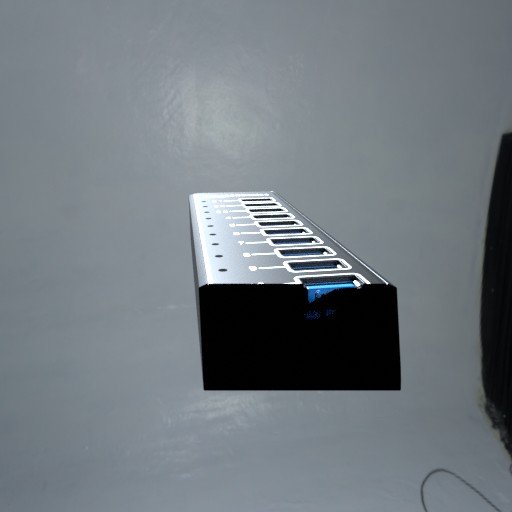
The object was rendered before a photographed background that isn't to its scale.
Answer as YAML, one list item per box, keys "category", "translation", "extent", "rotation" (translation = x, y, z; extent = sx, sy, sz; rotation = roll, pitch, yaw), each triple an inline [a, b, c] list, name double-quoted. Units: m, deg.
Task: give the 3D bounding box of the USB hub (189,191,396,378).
- category: "USB hub"
  translation: [0.000, 0.000, 0.158]
  extent: [0.044, 0.023, 0.145]
  rotation: [-3, 18, -9]
